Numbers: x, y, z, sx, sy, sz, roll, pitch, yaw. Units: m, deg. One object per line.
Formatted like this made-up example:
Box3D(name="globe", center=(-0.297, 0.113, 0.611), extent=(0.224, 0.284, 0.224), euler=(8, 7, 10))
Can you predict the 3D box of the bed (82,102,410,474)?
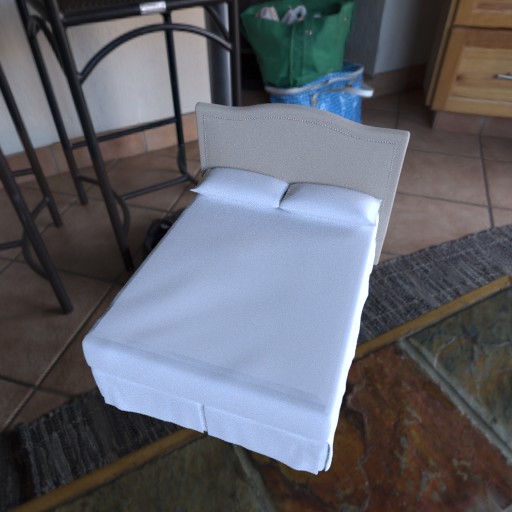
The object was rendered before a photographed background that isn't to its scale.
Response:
Box3D(name="bed", center=(0.000, 0.000, 3.092), extent=(1.678, 1.398, 2.052), euler=(13, 43, 14))
